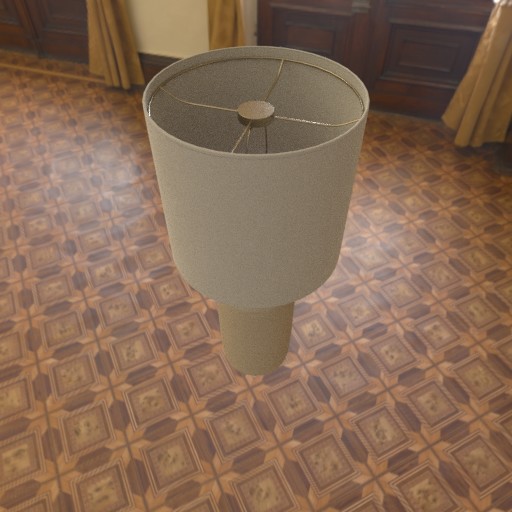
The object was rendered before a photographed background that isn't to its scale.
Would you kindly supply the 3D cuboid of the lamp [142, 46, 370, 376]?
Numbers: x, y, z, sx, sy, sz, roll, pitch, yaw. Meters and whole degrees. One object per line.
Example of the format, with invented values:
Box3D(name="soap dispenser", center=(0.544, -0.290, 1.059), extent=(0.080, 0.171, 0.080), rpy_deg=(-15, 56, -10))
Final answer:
Box3D(name="lamp", center=(0.000, 0.000, 0.610), extent=(0.220, 0.475, 0.220), rpy_deg=(24, 51, 21))
